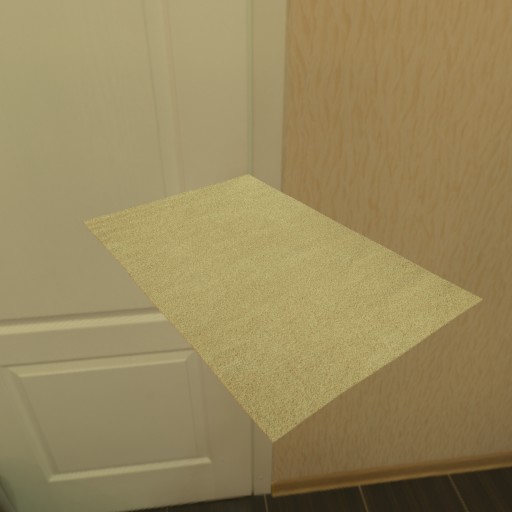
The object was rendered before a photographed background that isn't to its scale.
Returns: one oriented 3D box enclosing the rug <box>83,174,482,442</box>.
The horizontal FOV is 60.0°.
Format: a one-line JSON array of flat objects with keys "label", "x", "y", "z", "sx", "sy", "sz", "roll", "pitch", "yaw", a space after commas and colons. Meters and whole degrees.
[{"label": "rug", "x": 0.000, "y": 0.000, "z": 3.450, "sx": 1.800, "sy": 0.025, "sz": 2.699, "roll": -22, "pitch": 39, "yaw": -30}]
